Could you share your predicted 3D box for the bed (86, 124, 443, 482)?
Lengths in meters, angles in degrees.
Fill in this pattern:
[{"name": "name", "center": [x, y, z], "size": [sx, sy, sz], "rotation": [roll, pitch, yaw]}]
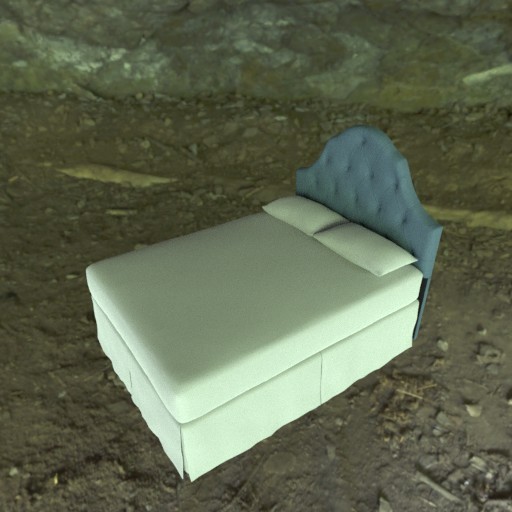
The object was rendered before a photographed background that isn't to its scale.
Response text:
[{"name": "bed", "center": [0.000, 0.000, 3.240], "size": [2.155, 1.575, 1.636], "rotation": [-20, 36, -30]}]
